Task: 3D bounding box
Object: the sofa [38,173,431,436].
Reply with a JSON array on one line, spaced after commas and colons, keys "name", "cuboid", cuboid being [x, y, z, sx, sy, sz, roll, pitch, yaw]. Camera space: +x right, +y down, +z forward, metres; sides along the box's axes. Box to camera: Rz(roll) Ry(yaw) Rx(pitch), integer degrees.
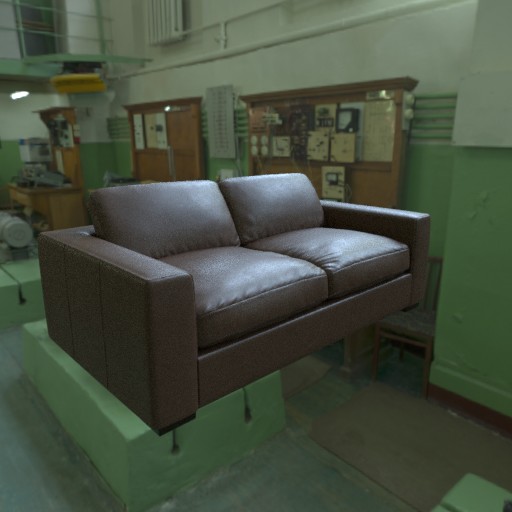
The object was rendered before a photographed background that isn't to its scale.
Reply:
[{"name": "sofa", "cuboid": [0.000, 0.000, 2.418, 1.920, 0.800, 1.070, -13, 20, -41]}]
